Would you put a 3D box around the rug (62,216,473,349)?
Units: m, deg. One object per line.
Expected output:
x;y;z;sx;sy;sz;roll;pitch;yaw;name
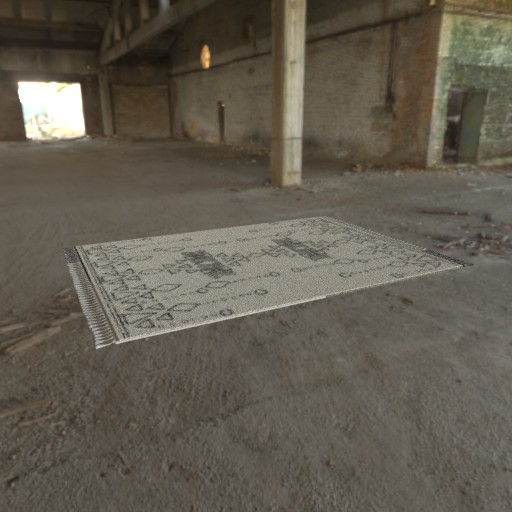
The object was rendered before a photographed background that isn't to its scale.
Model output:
0.000;0.000;3.003;2.312;0.013;1.600;-9;20;-26;rug
